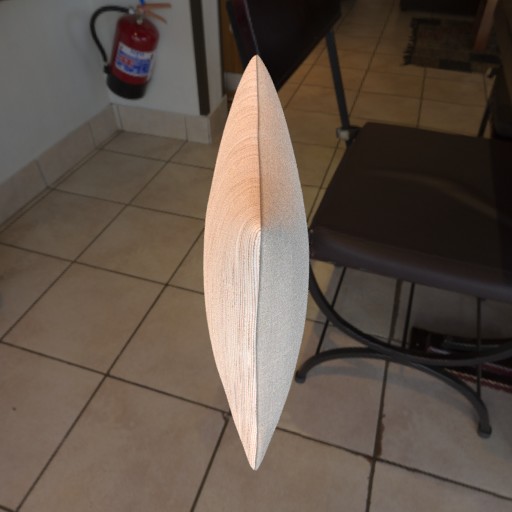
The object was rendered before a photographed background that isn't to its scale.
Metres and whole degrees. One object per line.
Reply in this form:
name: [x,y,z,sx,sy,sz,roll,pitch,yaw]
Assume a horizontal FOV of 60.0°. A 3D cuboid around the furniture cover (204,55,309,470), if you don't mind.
furniture cover: [0.000,0.000,0.762,0.178,0.506,0.512,0,42,0]
